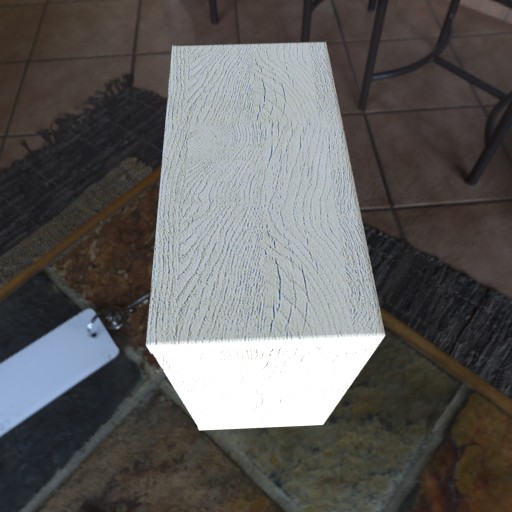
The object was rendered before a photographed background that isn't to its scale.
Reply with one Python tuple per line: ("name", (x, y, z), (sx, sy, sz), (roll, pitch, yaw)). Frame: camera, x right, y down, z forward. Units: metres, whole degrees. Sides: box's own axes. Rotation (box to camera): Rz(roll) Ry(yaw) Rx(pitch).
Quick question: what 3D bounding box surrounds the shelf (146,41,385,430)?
("shelf", (0.000, 0.000, 1.261), (0.390, 0.786, 0.790), (-2, 59, -1))
